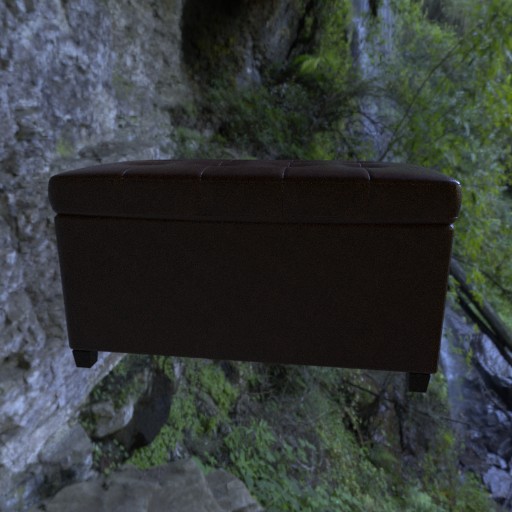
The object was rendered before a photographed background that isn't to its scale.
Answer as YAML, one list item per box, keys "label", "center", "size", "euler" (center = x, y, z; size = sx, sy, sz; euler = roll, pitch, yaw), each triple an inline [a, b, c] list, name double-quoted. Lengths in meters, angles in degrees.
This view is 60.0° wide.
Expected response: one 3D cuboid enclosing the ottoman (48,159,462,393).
- label: "ottoman"
  center: [0.000, 0.000, 1.126]
  size: [0.838, 0.470, 0.432]
  euler: [2, 15, 8]
